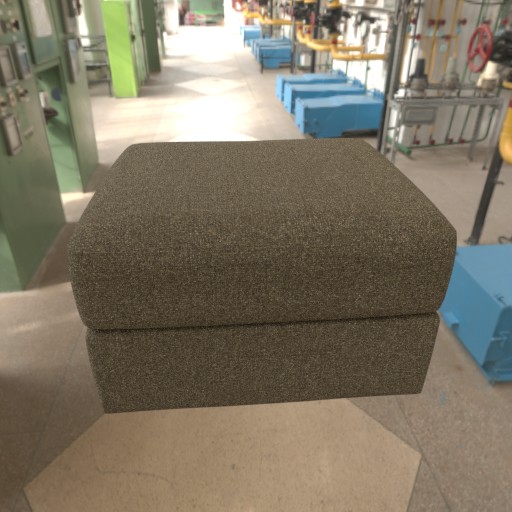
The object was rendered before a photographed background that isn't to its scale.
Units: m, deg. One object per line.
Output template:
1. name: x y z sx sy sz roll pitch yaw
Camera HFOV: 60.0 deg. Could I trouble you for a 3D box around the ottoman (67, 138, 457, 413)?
1. ottoman: 0.000 0.000 1.112 0.742 0.476 0.598 -2 30 -4
